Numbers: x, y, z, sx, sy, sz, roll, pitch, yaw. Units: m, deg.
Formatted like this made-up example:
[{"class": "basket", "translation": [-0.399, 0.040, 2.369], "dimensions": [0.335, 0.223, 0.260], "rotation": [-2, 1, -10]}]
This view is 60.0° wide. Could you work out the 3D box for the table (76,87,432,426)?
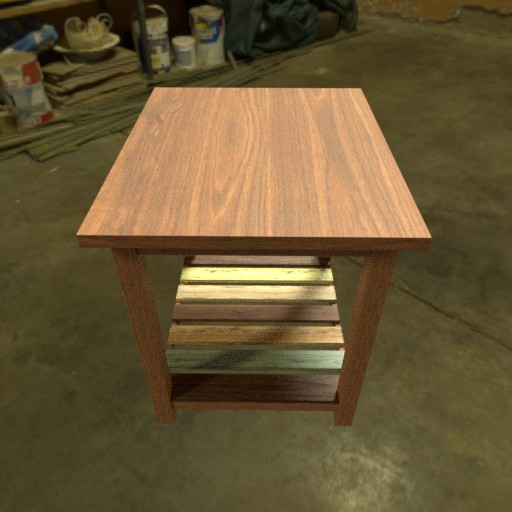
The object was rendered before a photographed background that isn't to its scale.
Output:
[{"class": "table", "translation": [0.000, 0.000, 1.153], "dimensions": [0.559, 0.635, 0.660], "rotation": [0, 40, 1]}]
